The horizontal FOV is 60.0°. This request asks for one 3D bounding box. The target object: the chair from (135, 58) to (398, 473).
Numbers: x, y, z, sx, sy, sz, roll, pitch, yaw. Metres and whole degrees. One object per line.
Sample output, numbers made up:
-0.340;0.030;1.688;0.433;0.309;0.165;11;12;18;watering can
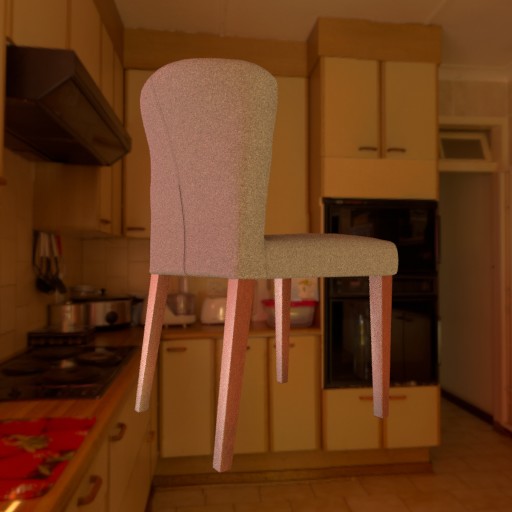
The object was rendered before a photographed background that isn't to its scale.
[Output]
0.000;0.000;1.176;0.592;0.839;0.491;0;-1;-36;chair
